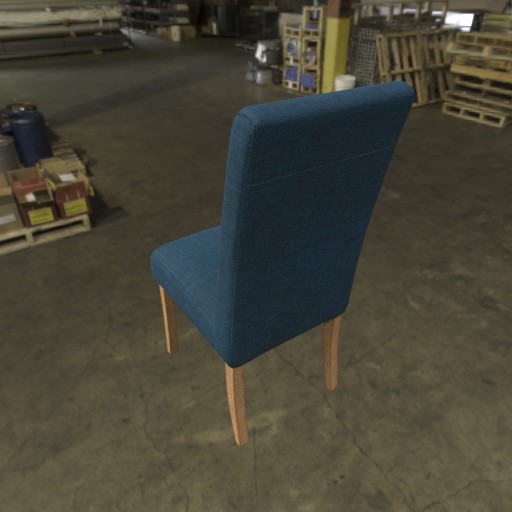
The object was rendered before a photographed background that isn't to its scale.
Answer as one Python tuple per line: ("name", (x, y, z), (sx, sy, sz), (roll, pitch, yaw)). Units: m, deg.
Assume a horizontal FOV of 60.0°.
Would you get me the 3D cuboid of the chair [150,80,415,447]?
("chair", (0.000, 0.000, 1.325), (0.450, 1.029, 0.610), (-21, 38, -29))
